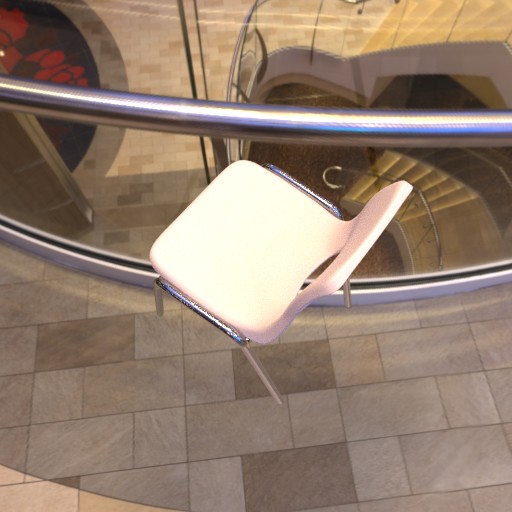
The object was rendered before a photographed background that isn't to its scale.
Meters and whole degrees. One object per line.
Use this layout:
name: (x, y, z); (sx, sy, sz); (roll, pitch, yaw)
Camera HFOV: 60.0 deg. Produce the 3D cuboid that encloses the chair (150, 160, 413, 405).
chair: (0.000, 0.000, 0.969); (0.436, 0.704, 0.381); (35, 69, 15)
